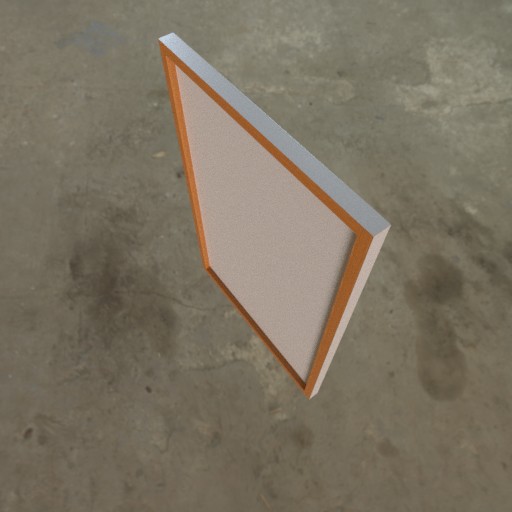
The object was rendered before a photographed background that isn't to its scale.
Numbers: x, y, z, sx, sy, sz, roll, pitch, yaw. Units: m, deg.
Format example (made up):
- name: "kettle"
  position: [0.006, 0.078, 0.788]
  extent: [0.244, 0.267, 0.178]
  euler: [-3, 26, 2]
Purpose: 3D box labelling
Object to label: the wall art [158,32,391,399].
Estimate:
- name: "wall art"
  position: [0.000, 0.000, 1.160]
  extent: [0.037, 0.916, 0.610]
  euler: [-33, 63, -19]
